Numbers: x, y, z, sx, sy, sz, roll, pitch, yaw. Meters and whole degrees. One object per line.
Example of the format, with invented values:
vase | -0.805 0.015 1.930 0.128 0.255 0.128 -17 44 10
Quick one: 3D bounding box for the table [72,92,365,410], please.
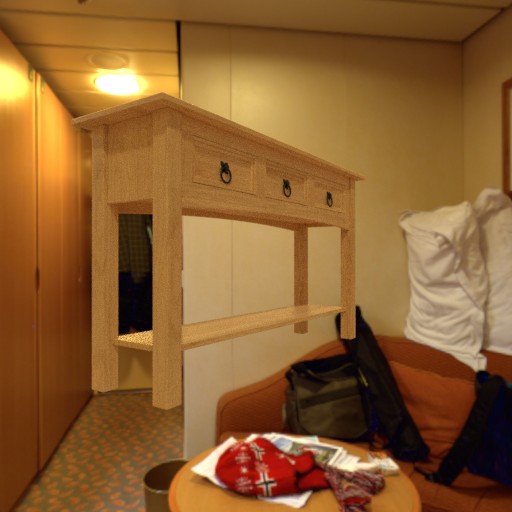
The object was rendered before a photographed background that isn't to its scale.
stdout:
table | 0.000 0.000 1.600 0.350 0.730 1.240 0 0 35
